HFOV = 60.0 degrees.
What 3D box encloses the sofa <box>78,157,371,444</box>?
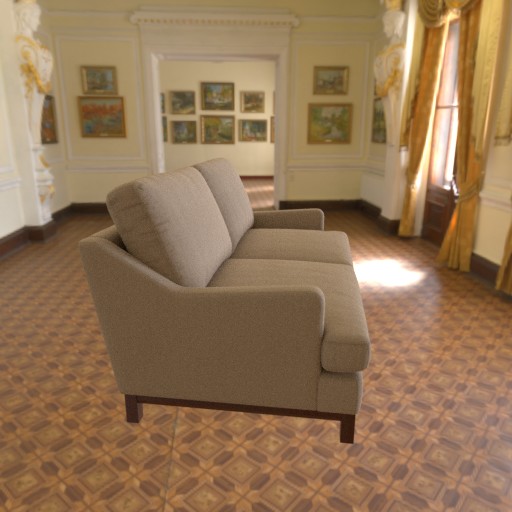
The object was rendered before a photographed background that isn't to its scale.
[{"bbox_3d":[0.000,0.000,2.247,1.004,0.910,1.619,2,16,8],"label":"sofa"}]
